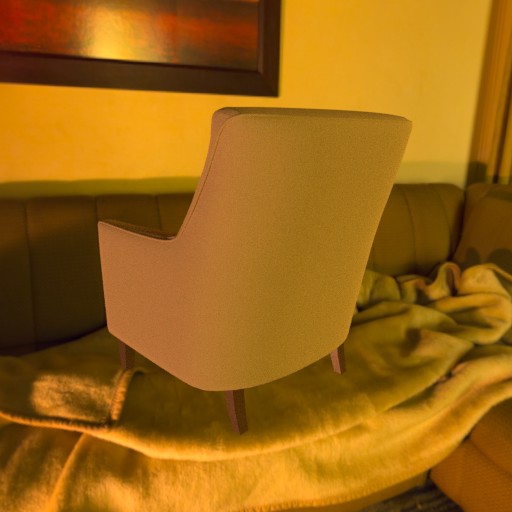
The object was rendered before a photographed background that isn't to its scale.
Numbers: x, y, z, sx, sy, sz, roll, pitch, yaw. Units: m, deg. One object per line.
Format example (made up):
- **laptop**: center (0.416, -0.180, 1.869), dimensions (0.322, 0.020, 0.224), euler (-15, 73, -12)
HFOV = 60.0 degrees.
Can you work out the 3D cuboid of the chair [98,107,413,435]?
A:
- **chair**: center (0.000, 0.000, 1.517), dimensions (0.756, 0.916, 0.879), euler (-14, 20, -42)
